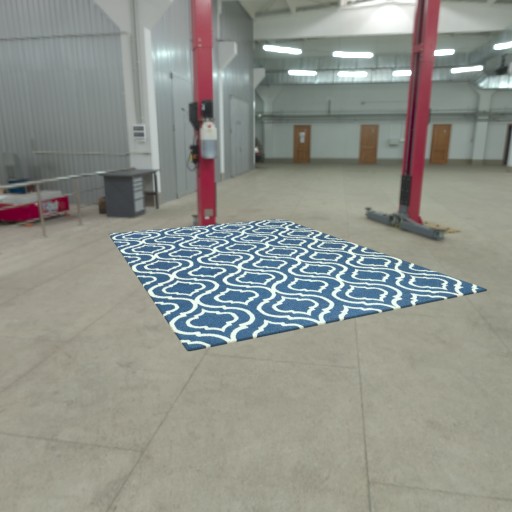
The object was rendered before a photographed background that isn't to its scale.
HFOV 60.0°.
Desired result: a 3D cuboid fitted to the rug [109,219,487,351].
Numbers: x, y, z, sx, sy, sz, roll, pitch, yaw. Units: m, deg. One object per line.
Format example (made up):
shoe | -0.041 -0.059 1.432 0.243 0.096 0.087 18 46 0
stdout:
rug | 0.000 0.000 2.802 1.524 0.010 2.134 -7 17 -24
